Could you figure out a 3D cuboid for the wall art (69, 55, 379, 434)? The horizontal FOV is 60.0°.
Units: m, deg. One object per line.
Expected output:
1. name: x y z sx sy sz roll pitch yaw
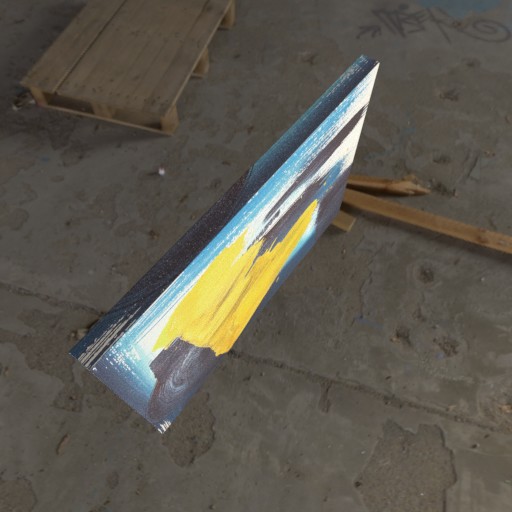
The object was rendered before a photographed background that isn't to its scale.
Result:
1. wall art: 0.000 0.000 0.753 0.033 0.406 0.609 33 65 18
